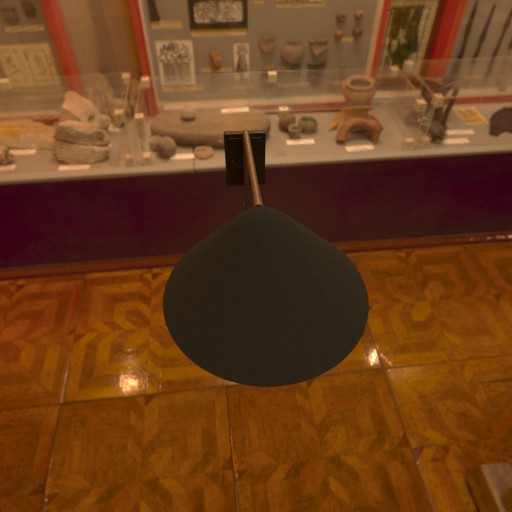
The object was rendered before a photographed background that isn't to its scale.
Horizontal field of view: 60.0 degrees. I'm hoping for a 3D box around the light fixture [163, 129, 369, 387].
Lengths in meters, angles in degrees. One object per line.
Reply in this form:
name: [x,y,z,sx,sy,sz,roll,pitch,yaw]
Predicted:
light fixture: [0.000,0.000,0.676,0.240,0.312,0.516,-3,46,-3]
